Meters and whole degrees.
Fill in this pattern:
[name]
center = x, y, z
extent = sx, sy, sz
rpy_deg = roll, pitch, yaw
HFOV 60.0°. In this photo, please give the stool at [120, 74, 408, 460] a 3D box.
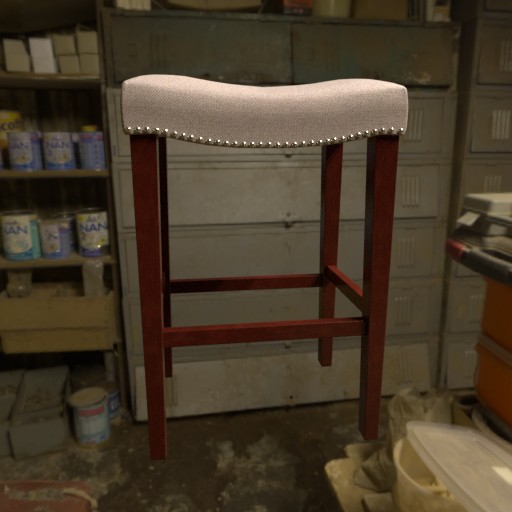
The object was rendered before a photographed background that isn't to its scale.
[stool]
center = 0.000, 0.000, 1.004
extent = 0.504, 0.742, 0.372
rpy_deg = -2, 14, -8
